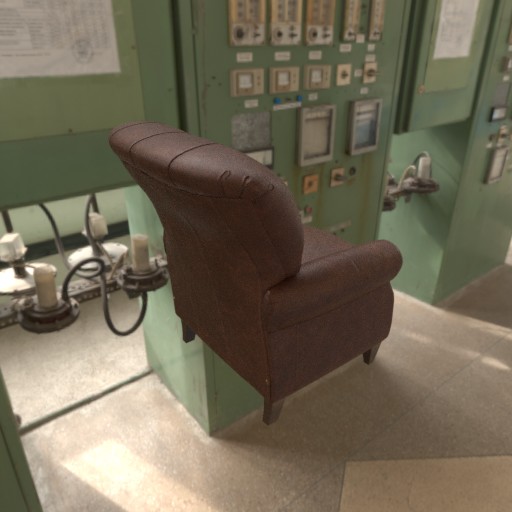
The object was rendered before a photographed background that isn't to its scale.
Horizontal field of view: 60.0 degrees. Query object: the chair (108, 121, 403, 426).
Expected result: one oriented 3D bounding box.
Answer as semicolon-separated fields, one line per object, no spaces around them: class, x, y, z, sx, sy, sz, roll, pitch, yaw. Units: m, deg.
chair;0.000;0.000;1.963;1.031;1.162;0.979;-19;32;-33
